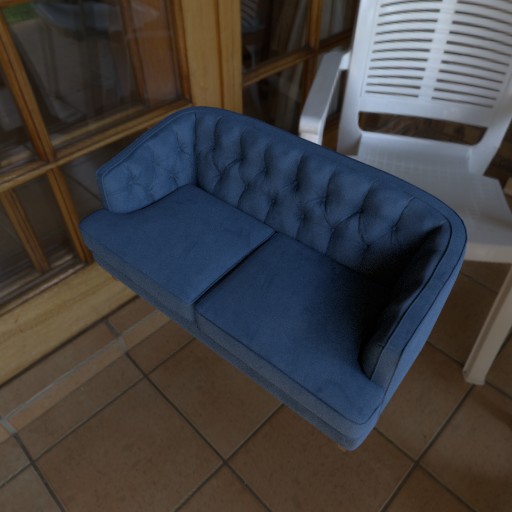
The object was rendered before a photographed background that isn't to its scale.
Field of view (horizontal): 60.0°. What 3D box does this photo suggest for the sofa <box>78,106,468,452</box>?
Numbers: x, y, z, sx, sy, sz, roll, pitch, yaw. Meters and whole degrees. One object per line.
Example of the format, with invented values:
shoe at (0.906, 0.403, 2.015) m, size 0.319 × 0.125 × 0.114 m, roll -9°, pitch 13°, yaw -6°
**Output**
sofa at (0.000, 0.000, 2.213) m, size 1.733 × 0.854 × 0.941 m, roll 30°, pitch 53°, yaw 26°
